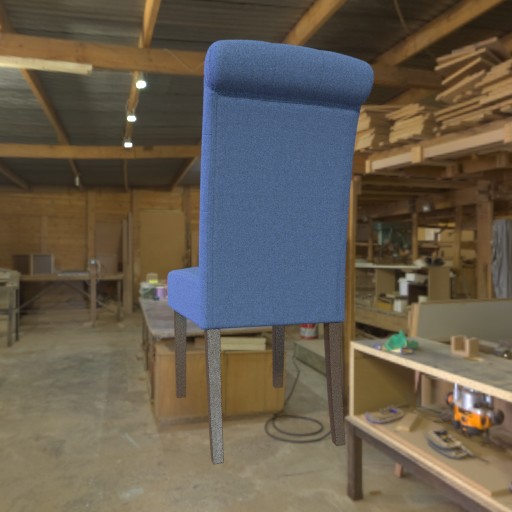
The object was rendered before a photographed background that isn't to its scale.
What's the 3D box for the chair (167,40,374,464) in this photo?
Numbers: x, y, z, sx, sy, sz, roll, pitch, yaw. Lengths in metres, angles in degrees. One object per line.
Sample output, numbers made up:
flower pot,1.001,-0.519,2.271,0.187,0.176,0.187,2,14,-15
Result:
chair,0.000,0.000,1.338,0.456,1.006,0.671,0,1,-18
